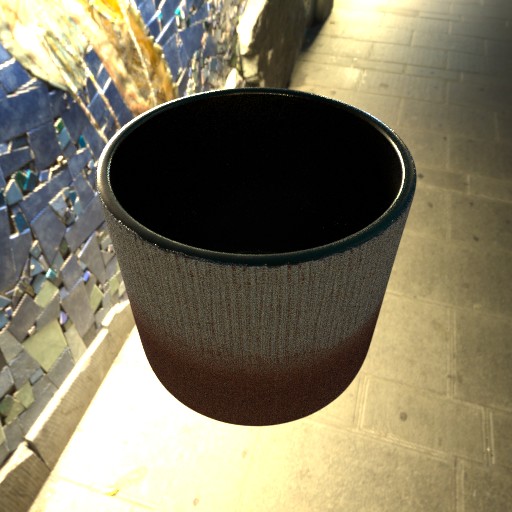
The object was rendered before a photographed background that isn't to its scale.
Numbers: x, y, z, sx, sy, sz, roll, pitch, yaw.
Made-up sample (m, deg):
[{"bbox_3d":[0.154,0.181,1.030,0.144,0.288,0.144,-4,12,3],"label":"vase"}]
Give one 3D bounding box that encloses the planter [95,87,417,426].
[{"bbox_3d":[0.000,0.000,0.377,0.221,0.201,0.221,0,45,0],"label":"planter"}]
